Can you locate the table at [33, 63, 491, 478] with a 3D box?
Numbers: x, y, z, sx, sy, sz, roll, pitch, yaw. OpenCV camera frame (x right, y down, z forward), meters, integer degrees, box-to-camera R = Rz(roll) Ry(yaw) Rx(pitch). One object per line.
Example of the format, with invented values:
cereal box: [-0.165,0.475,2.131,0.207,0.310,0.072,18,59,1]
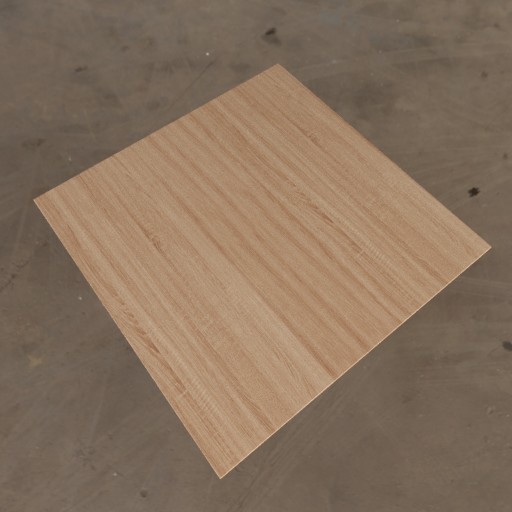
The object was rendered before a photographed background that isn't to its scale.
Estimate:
table: [0.000,0.000,1.045,0.670,0.305,0.670,-35,68,-16]
